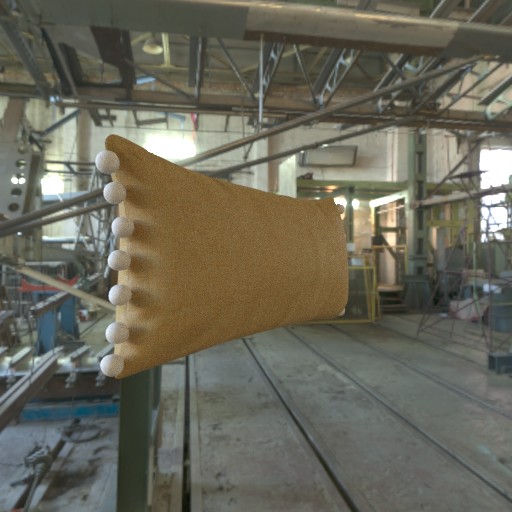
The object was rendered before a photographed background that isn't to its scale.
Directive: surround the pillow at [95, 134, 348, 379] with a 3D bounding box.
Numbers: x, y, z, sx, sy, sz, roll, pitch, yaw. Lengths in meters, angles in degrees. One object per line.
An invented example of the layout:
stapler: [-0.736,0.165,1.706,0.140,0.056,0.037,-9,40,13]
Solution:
pillow: [0.000,0.000,0.843,0.201,0.322,0.709,0,1,36]
